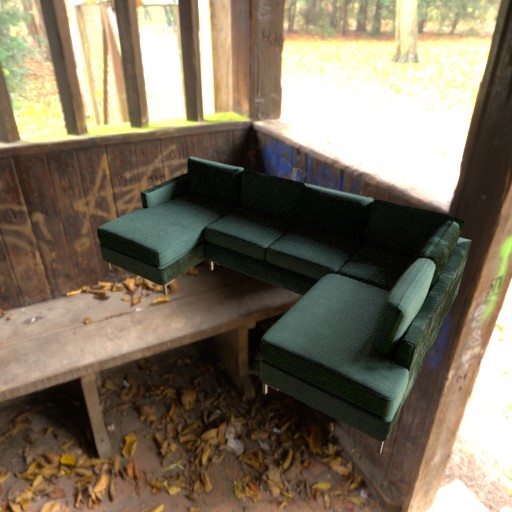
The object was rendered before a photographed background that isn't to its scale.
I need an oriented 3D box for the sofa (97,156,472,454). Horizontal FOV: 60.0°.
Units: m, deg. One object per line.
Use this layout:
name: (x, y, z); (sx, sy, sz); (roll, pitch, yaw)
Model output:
sofa: (0.000, 0.000, 4.252); (3.434, 0.992, 2.055); (19, 35, 29)
